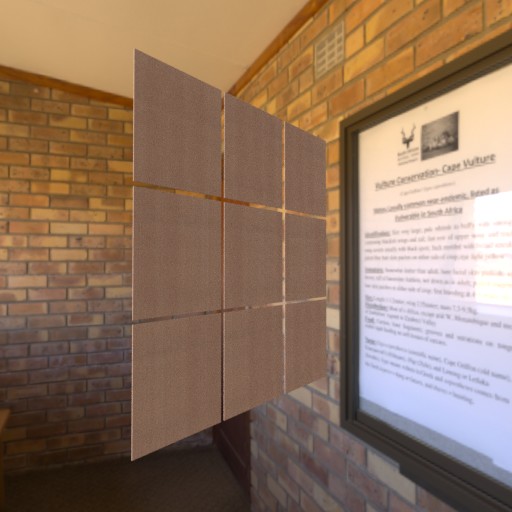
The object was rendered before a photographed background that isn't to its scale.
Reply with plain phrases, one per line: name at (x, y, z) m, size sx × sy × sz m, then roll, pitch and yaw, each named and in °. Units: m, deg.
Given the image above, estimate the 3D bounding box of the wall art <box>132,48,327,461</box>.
wall art at (0.000, 0.000, 2.227) m, size 0.002 × 1.505 × 1.517 m, roll -1°, pitch -1°, yaw 36°
